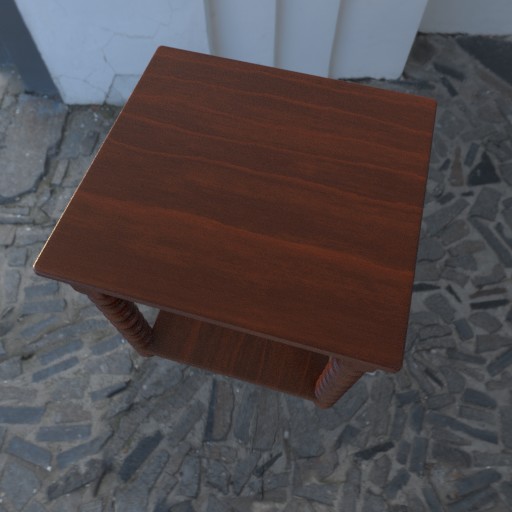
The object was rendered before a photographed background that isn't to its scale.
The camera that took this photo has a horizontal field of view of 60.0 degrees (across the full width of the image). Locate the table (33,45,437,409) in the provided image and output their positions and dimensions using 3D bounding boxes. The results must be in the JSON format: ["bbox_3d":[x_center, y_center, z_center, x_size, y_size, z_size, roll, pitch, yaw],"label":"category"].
[{"bbox_3d":[0.000,0.000,0.961,0.533,0.567,0.500,14,64,7],"label":"table"}]
